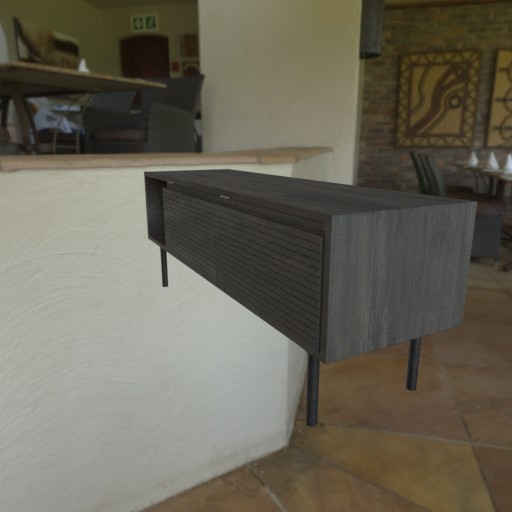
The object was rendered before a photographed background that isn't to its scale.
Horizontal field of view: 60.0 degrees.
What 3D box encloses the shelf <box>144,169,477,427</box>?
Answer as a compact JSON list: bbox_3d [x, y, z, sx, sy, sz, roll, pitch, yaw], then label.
[{"bbox_3d":[0.000,0.000,1.490,0.400,0.495,1.300,-8,16,-27],"label":"shelf"}]
